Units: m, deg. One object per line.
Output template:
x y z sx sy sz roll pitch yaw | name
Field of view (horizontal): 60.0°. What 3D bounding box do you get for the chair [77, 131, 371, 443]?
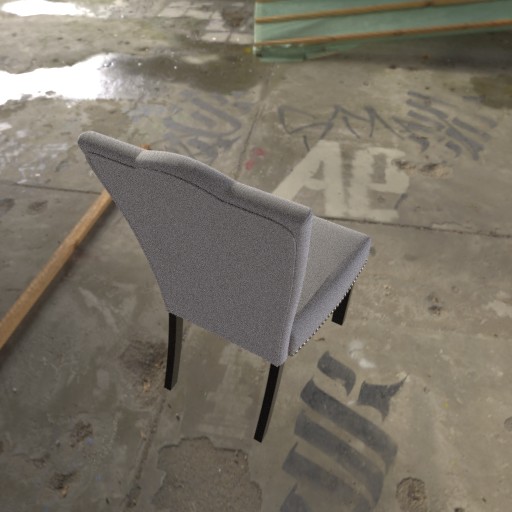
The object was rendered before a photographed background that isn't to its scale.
0.000 0.000 1.258 0.518 0.946 0.589 22 50 20 | chair
